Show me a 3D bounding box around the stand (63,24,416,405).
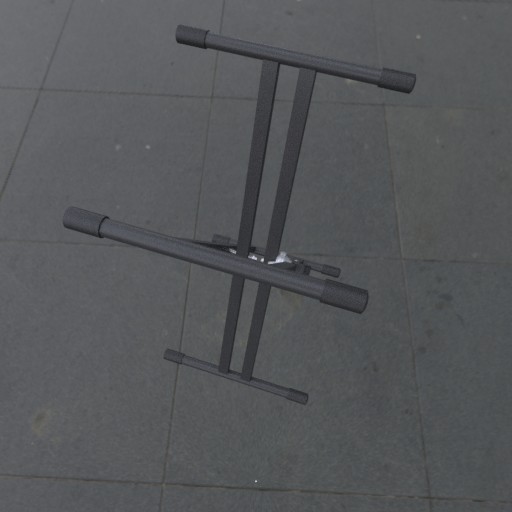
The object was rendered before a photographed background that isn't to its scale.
[{"bbox_3d":[0.000,0.000,1.163,0.495,0.900,0.503,16,64,8],"label":"stand"}]
